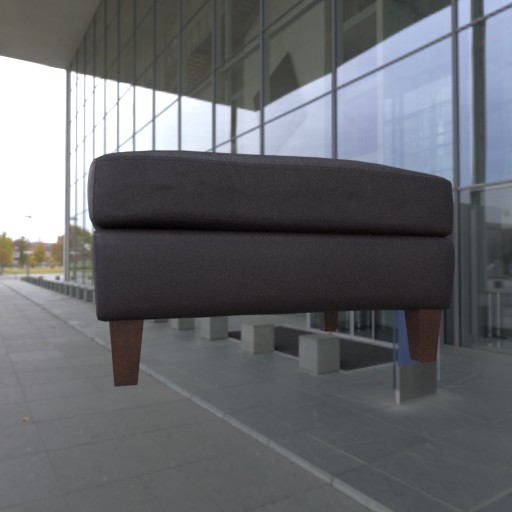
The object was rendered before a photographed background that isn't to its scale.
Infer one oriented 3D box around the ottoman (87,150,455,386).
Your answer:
[{"bbox_3d":[0.000,0.000,1.263,0.887,0.529,0.659,0,-1,-18],"label":"ottoman"}]
